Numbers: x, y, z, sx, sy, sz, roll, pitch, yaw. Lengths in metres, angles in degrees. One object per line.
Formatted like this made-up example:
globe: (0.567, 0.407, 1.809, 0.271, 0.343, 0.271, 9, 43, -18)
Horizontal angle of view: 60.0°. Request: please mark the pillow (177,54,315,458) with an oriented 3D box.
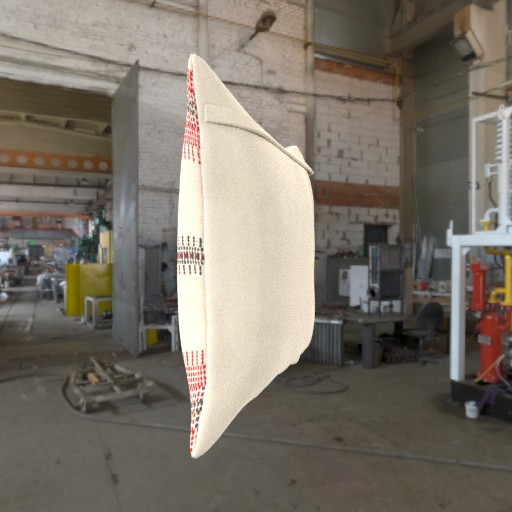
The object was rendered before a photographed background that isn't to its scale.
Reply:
pillow: (0.000, 0.000, 0.713, 0.160, 0.454, 0.463, 0, 1, 19)
